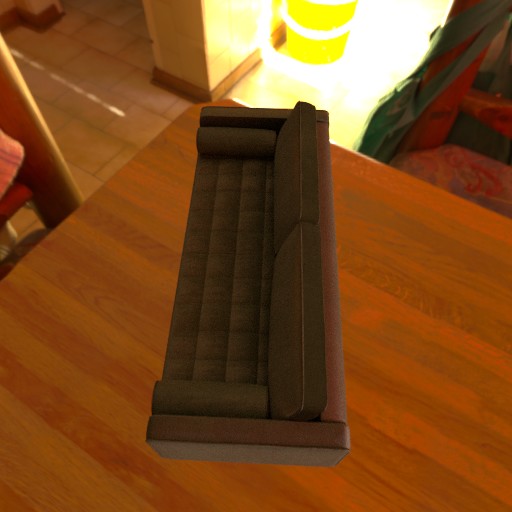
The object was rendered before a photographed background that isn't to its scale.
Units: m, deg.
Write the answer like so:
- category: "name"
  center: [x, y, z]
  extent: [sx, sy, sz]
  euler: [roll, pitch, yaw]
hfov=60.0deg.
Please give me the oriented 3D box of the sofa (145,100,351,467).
- category: "sofa"
  center: [0.000, 0.000, 2.640]
  extent: [0.918, 0.769, 2.199]
  euler: [2, 57, 1]
